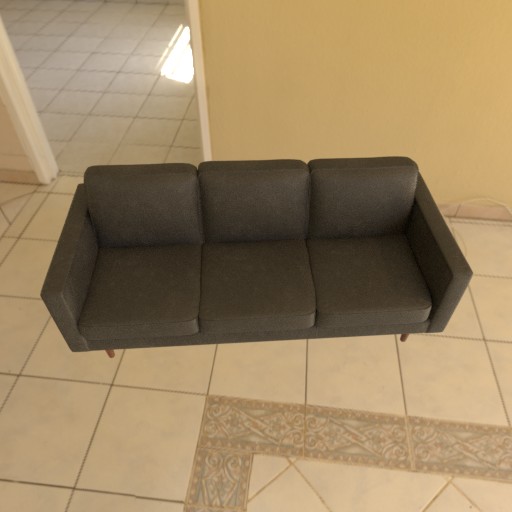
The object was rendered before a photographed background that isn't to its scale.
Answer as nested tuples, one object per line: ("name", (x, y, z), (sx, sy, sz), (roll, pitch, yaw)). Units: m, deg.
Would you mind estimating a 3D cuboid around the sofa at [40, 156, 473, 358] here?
("sofa", (0.000, 0.000, 2.491), (2.029, 0.899, 0.879), (-3, 46, -2))
